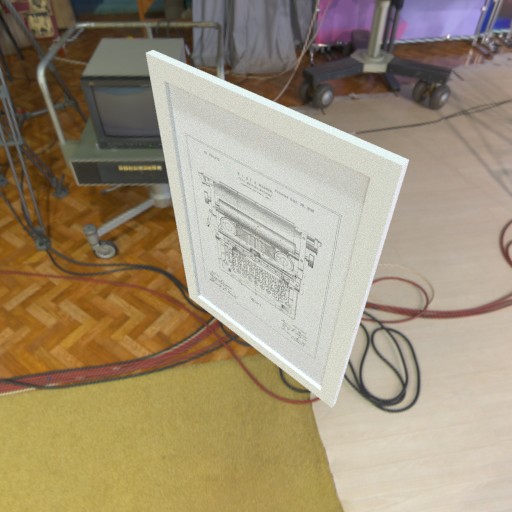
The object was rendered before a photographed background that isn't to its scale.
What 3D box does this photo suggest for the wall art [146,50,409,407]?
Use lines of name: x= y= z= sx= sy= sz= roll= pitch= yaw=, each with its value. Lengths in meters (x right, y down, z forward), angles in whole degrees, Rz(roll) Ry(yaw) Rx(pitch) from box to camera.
wall art: x=0.000 y=0.000 z=0.702 sx=0.381 sy=0.533 sz=0.013 roll=33 pitch=55 yaw=27
